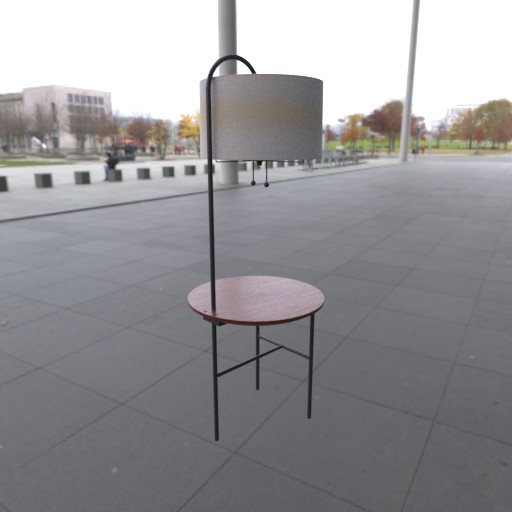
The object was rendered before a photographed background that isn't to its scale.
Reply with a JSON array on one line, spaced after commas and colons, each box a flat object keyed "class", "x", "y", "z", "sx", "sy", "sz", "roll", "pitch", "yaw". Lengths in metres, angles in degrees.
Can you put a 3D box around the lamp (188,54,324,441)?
[{"class": "lamp", "x": 0.000, "y": 0.000, "z": 1.835, "sx": 0.573, "sy": 1.517, "sz": 0.573, "roll": 0, "pitch": 14, "yaw": 0}]
